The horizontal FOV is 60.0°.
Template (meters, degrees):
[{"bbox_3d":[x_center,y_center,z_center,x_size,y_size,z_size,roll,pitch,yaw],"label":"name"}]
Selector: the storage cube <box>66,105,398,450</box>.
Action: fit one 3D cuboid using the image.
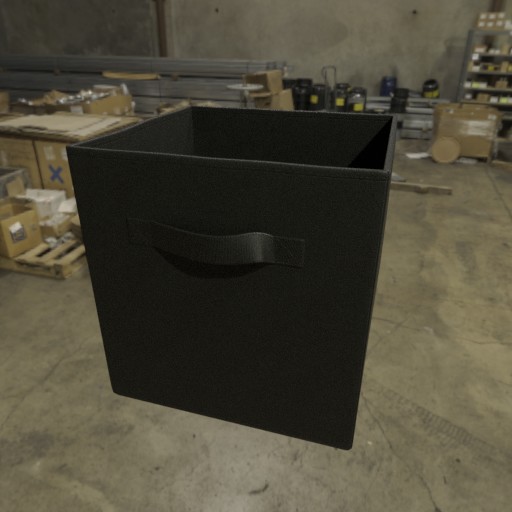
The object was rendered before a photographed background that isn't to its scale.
[{"bbox_3d":[0.000,0.000,0.500,0.270,0.280,0.270,8,28,15],"label":"storage cube"}]
